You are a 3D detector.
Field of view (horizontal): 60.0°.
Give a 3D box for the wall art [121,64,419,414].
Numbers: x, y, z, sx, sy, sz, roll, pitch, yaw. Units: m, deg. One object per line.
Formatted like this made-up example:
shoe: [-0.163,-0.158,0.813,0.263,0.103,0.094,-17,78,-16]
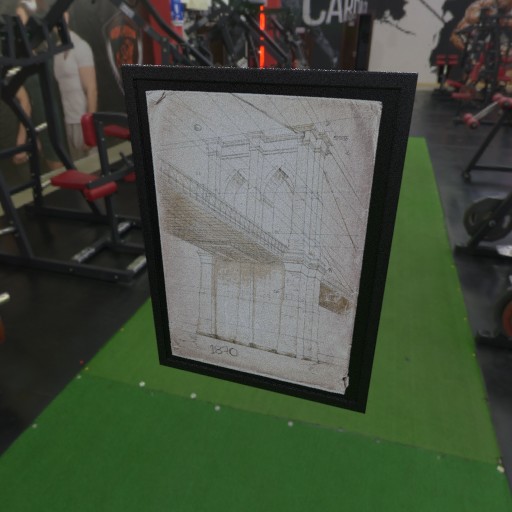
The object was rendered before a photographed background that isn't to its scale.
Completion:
wall art: [0.000,0.000,1.237,0.707,0.967,0.013,9,29,16]
